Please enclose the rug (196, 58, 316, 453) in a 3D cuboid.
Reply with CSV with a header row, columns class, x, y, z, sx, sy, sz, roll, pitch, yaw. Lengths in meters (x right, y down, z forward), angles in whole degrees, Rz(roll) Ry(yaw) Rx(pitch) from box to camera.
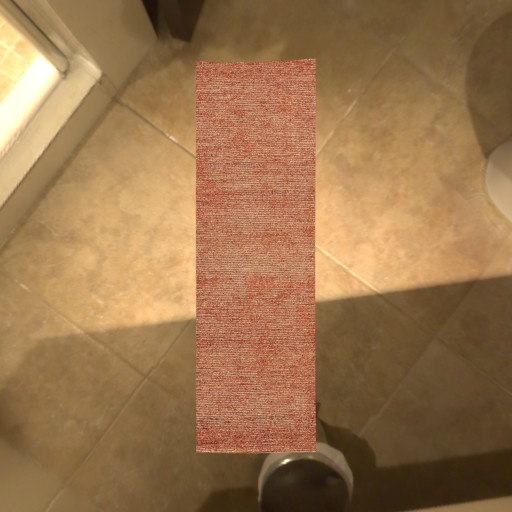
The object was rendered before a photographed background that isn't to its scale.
class,x,y,z,sx,sy,sz,roll,pitch,yaw
rug,0.000,0.000,2.641,0.718,0.013,2.353,0,90,0
